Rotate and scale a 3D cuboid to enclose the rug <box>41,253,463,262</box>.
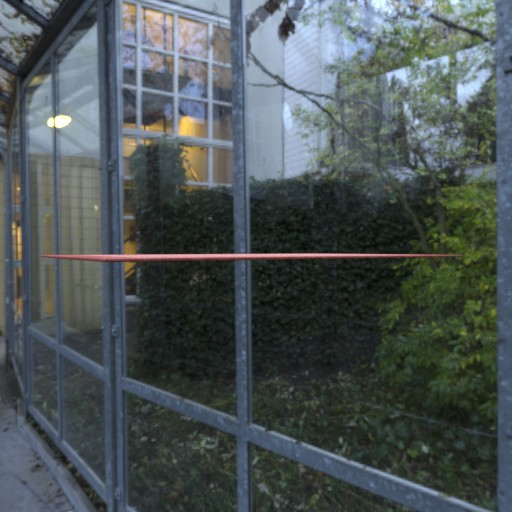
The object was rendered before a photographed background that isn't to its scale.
[{"bbox_3d":[0.000,0.000,3.006,2.438,0.014,1.524,-1,1,-34],"label":"rug"}]
